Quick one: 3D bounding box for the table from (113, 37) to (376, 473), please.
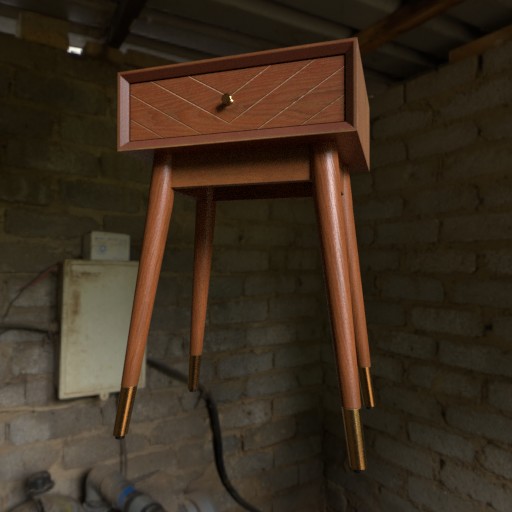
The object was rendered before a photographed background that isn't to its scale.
[{"bbox_3d":[0.000,0.000,0.803,0.406,0.599,0.300,0,-1,17],"label":"table"}]
